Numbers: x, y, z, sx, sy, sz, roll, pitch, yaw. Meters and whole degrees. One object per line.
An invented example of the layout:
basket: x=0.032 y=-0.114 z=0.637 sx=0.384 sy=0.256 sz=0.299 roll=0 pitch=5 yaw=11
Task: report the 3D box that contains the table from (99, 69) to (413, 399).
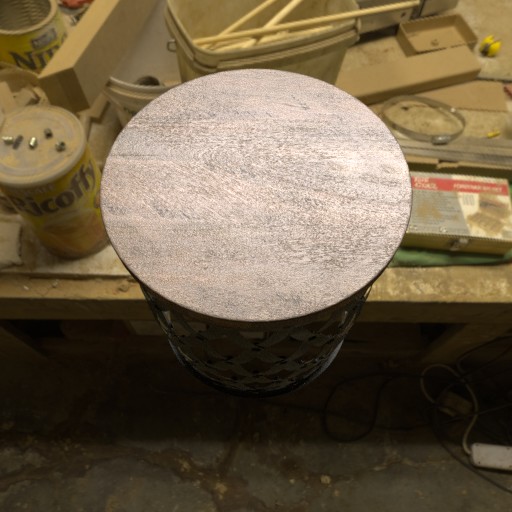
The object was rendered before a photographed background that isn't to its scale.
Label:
table: x=0.000 y=0.000 z=0.778 sx=0.405 sy=0.454 sz=0.405 roll=0 pitch=62 yaw=0
